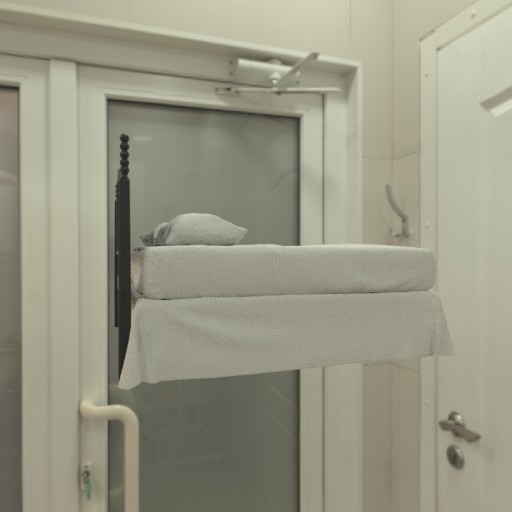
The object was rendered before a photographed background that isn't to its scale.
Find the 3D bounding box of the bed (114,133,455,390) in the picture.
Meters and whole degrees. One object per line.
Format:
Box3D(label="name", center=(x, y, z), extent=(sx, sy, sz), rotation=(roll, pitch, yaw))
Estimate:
Box3D(label="bed", center=(0.000, 0.000, 3.656), extent=(2.219, 1.355, 2.322), rotation=(0, 0, -18))
